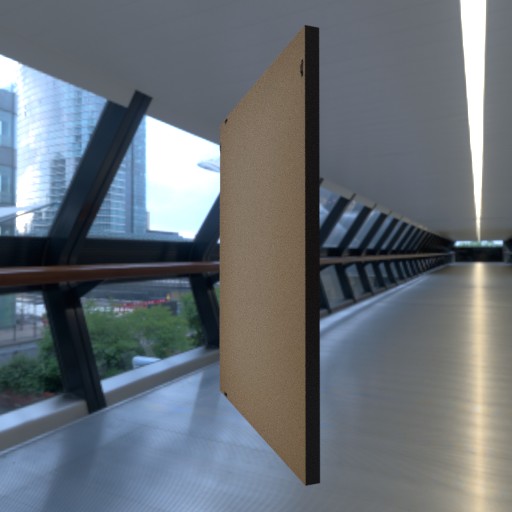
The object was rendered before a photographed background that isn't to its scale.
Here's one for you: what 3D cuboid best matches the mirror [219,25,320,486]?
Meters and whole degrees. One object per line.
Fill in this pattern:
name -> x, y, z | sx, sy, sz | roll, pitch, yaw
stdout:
mirror -> 0.000, 0.000, 1.342 | 0.041, 1.016, 0.762 | 0, -1, -19
